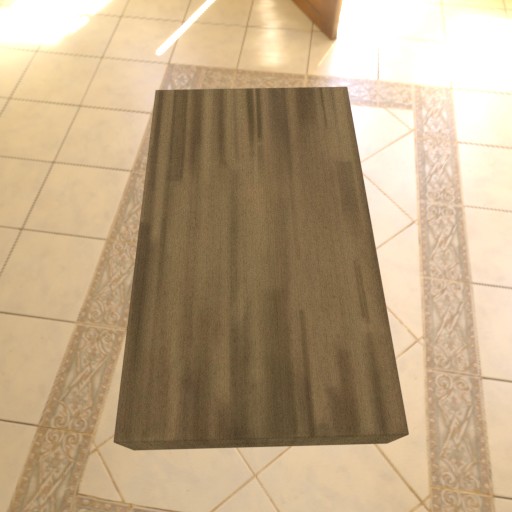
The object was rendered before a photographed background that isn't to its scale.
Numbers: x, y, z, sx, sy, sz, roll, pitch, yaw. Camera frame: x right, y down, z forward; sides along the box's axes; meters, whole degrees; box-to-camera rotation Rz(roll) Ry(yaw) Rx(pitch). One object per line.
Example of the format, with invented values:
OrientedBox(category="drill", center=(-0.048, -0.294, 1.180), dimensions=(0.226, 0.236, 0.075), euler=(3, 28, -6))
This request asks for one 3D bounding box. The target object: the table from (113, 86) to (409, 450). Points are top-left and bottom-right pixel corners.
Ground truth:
OrientedBox(category="table", center=(0.000, 0.000, 1.369), dimensions=(0.643, 0.347, 1.088), euler=(-1, 61, -1))
